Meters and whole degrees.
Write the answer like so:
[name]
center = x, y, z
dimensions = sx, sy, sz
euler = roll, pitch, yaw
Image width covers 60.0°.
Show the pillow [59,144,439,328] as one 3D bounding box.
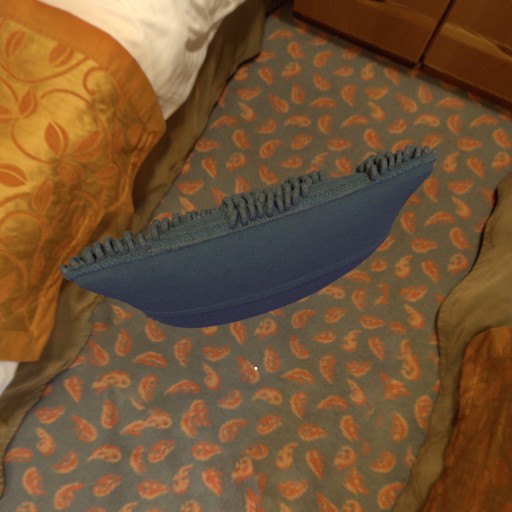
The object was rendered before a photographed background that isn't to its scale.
[pillow]
center = 0.000, 0.000, 0.726
dimensions = 0.469, 0.466, 0.172
euler = -18, 76, -5
